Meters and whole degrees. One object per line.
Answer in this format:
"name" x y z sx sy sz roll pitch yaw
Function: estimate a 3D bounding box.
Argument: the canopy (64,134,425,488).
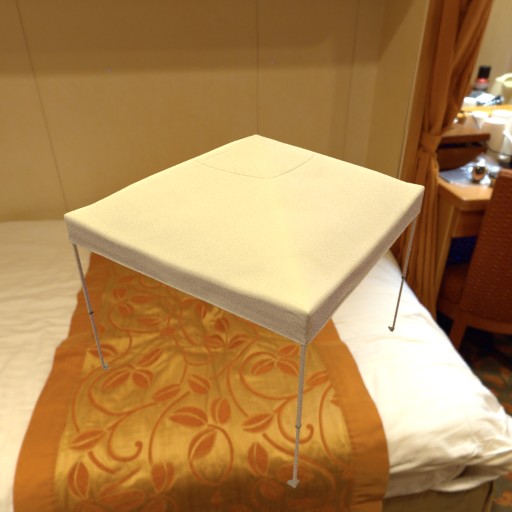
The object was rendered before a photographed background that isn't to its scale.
"canopy" 0.000 0.000 5.460 2.996 2.997 2.998 19 36 29
